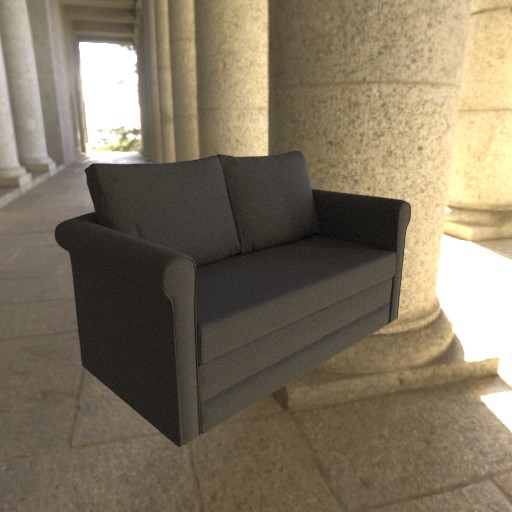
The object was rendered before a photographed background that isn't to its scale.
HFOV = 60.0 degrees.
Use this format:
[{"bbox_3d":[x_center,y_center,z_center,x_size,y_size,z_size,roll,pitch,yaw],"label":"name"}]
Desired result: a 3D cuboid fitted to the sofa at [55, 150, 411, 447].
[{"bbox_3d":[0.000,0.000,1.996,1.460,0.872,0.741,-16,22,-42],"label":"sofa"}]
